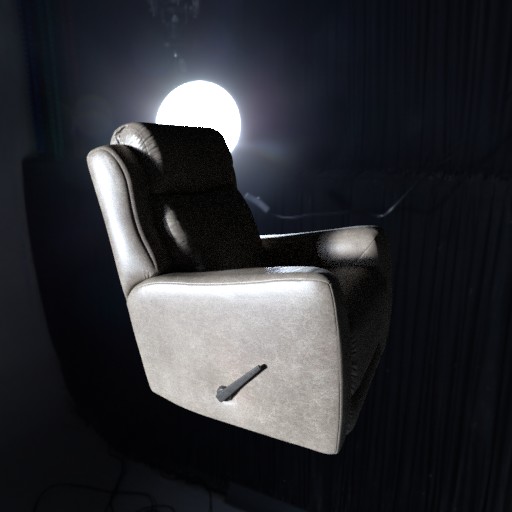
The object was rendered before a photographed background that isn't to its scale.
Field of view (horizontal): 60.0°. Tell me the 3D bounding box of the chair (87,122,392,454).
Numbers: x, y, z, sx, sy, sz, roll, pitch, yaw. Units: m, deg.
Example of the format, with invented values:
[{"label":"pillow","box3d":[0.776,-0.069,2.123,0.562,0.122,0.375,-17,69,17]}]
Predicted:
[{"label":"chair","box3d":[0.000,0.000,1.933,1.068,1.116,0.967,7,16,25]}]
